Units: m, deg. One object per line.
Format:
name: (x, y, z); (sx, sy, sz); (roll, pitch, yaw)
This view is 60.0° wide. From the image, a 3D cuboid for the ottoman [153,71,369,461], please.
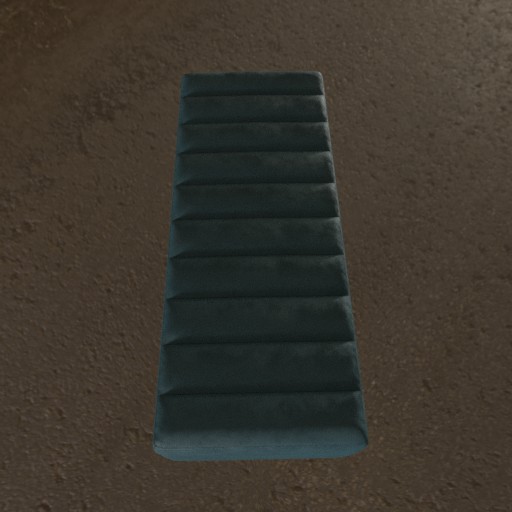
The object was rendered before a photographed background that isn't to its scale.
ottoman: (0.000, 0.000, 1.383); (0.482, 0.469, 1.151); (-1, 63, -1)
